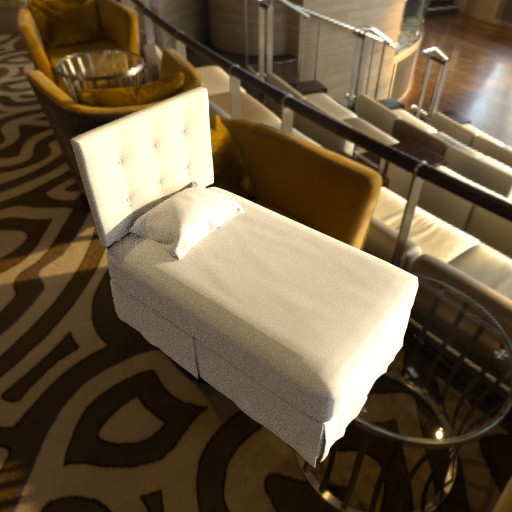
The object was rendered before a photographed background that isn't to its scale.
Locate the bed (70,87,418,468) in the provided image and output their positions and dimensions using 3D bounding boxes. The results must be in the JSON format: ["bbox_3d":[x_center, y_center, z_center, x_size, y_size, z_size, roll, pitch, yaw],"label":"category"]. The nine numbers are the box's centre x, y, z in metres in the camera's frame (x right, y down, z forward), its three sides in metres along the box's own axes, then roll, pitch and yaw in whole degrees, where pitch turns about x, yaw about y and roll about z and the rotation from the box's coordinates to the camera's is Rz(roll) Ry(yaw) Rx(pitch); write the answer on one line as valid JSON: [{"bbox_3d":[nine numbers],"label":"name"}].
[{"bbox_3d":[0.000,0.000,3.034,1.997,1.571,1.261,27,48,28],"label":"bed"}]
